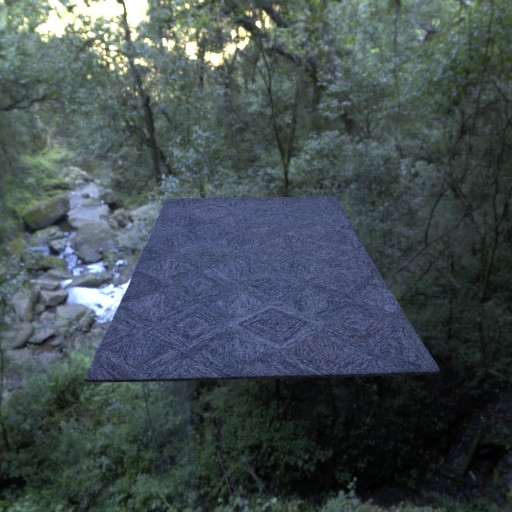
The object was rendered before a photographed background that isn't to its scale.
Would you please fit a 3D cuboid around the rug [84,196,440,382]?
[{"bbox_3d":[0.000,0.000,2.201,1.158,0.013,1.752,-1,26,-2],"label":"rug"}]
